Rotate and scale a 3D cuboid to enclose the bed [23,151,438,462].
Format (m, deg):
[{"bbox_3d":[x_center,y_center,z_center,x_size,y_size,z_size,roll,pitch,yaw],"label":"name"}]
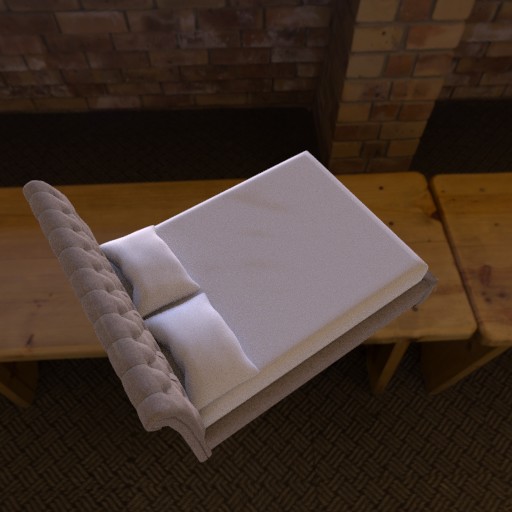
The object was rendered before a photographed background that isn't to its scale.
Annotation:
[{"bbox_3d":[0.000,0.000,3.141,2.252,1.371,1.645,-30,62,-18],"label":"bed"}]
